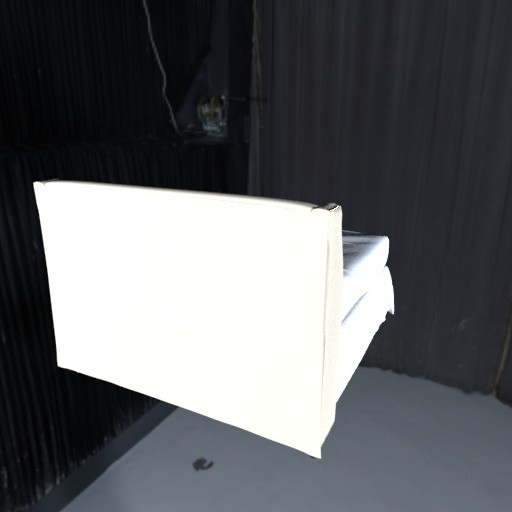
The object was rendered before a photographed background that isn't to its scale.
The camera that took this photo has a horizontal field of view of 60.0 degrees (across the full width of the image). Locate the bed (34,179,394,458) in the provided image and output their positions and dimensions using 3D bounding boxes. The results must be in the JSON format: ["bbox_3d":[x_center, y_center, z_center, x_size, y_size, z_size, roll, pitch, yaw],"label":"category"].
[{"bbox_3d":[0.000,0.000,3.417,1.925,1.332,2.276,9,19,26],"label":"bed"}]
